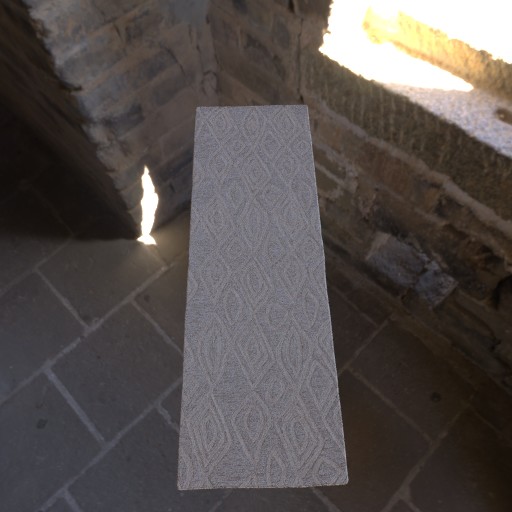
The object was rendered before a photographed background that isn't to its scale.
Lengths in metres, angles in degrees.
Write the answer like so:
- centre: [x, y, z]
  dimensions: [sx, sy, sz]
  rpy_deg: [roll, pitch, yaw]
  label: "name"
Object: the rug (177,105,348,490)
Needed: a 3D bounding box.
- centre: [0.000, 0.000, 2.622]
  dimensions: [0.807, 0.013, 2.436]
  rpy_deg: [-1, 62, -1]
  label: "rug"
